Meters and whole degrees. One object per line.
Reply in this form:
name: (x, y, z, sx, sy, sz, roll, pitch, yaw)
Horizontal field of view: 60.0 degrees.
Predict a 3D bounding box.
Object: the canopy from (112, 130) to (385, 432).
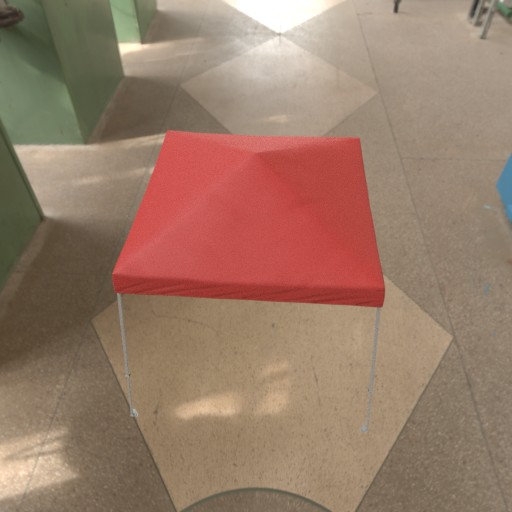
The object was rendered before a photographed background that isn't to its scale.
canopy: (0.000, 0.000, 6.625, 3.600, 3.600, 3.599, 3, 47, 3)
